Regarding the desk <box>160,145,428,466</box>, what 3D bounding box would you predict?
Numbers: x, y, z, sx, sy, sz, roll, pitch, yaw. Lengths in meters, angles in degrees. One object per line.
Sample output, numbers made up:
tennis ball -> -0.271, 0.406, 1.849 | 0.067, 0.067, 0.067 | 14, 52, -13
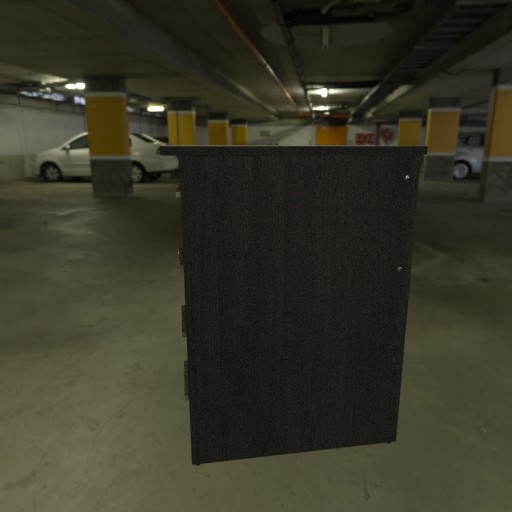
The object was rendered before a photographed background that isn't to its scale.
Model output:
desk -> 0.000, 0.000, 1.511 | 0.560, 0.730, 1.096 | -2, 14, -9
